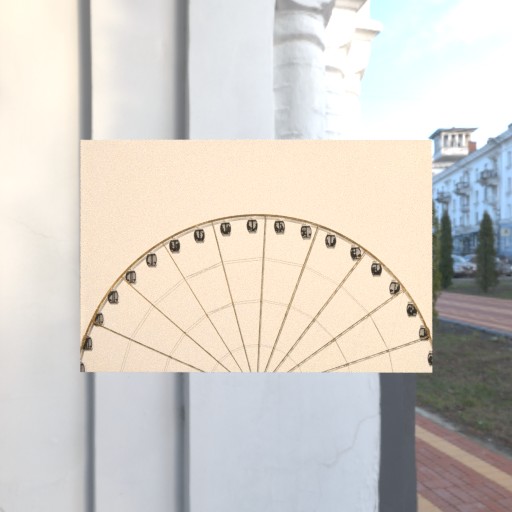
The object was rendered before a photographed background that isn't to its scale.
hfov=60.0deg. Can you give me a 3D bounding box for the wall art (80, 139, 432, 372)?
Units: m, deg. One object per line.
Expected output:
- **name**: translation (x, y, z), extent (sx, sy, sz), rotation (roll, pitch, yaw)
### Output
- **wall art**: translation (0.000, 0.000, 0.501), extent (0.384, 0.254, 0.039), rotation (0, 0, 1)
